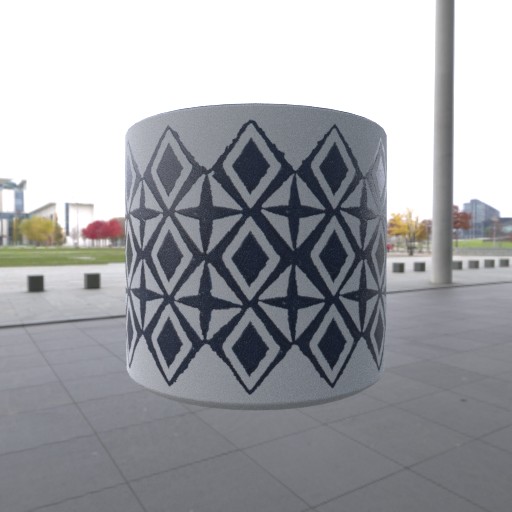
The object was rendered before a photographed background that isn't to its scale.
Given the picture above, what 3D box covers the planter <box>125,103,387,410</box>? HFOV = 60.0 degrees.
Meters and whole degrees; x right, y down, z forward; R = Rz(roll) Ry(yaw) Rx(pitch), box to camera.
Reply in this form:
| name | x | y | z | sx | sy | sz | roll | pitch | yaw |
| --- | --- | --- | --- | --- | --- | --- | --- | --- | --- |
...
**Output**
| name | x | y | z | sx | sy | sz | roll | pitch | yaw |
| --- | --- | --- | --- | --- | --- | --- | --- | --- | --- |
| planter | 0.000 | 0.000 | 0.396 | 0.224 | 0.203 | 0.224 | 0 | 2 | 0 |
